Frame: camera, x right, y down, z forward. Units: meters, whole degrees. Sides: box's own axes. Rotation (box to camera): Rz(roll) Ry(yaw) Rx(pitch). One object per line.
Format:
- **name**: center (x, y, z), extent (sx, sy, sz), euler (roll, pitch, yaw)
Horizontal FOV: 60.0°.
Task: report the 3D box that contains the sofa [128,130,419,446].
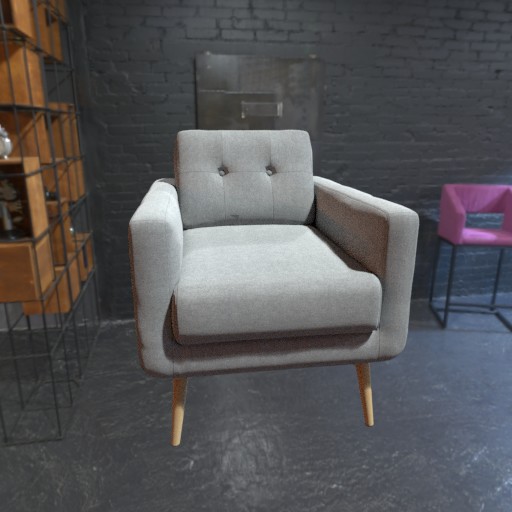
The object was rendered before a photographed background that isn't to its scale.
- **sofa**: center (0.000, 0.000, 1.575), extent (0.770, 0.860, 0.920), euler (-2, 16, -8)
